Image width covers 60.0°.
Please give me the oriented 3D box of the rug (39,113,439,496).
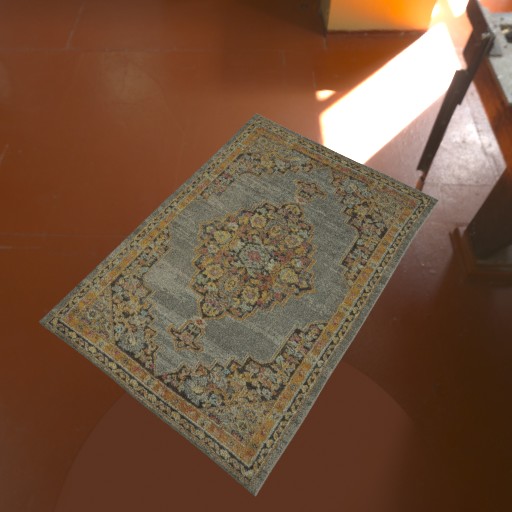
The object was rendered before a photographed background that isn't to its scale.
[{"bbox_3d":[0.000,0.000,3.912,2.158,0.024,3.063,31,63,18],"label":"rug"}]
